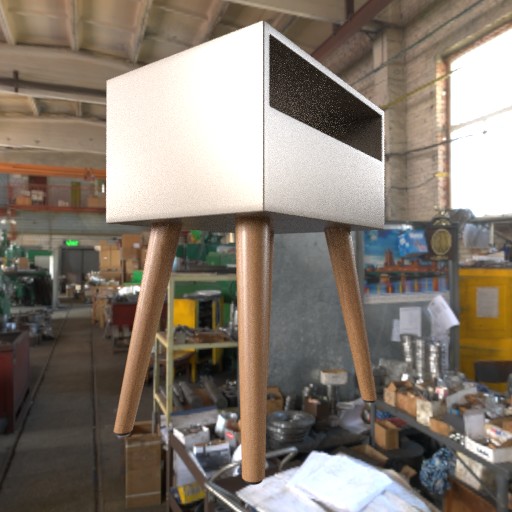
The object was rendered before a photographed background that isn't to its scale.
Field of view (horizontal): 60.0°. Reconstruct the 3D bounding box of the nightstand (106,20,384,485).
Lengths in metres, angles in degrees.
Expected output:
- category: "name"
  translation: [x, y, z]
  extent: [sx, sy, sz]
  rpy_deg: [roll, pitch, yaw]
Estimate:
- category: "nightstand"
  translation: [0.000, 0.000, 0.710]
  extent: [0.288, 0.508, 0.370]
  rpy_deg: [0, 0, 36]
